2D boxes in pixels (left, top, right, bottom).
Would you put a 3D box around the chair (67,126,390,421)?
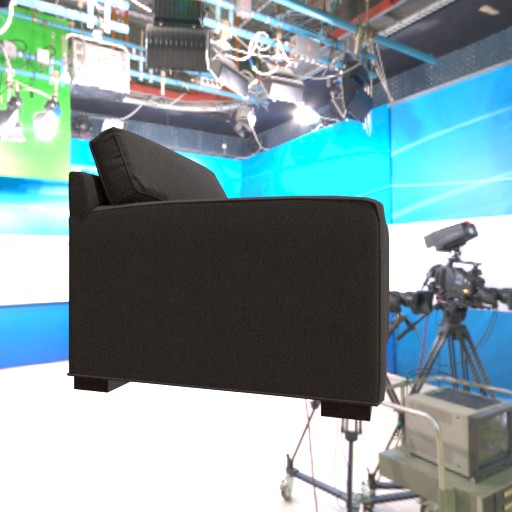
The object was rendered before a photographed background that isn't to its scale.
[{"bbox_3d":[0.000,0.000,1.820,1.043,0.913,0.997,0,0,17],"label":"chair"}]
